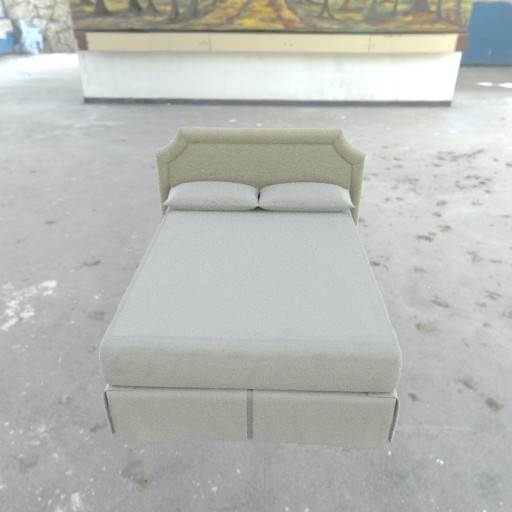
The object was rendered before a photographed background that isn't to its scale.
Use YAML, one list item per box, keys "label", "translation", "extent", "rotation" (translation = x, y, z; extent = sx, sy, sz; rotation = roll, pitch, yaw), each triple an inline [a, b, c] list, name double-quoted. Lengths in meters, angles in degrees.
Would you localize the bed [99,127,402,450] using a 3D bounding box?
- label: "bed"
  translation: [0.000, 0.000, 3.156]
  extent: [1.828, 1.297, 2.164]
  rotation: [1, 30, 2]
